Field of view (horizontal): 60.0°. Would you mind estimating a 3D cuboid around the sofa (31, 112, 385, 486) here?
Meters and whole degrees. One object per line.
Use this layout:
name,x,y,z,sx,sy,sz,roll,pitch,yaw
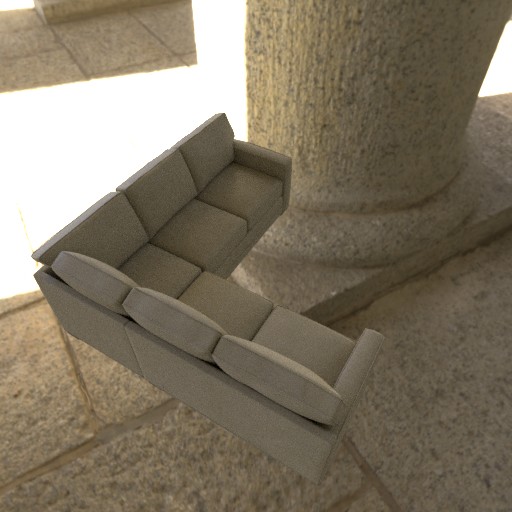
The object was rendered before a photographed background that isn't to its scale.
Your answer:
sofa,0.000,0.000,3.368,2.188,0.936,2.211,23,51,20
